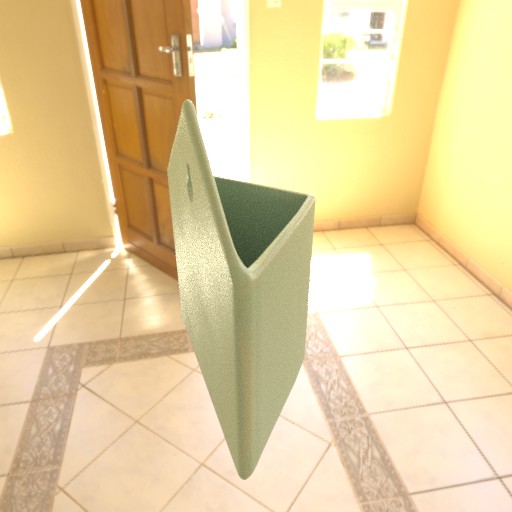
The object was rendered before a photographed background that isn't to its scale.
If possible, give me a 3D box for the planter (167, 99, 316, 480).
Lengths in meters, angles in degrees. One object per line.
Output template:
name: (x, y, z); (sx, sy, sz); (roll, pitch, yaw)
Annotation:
planter: (0.000, 0.000, 0.284); (0.079, 0.197, 0.164); (-10, 32, -17)
